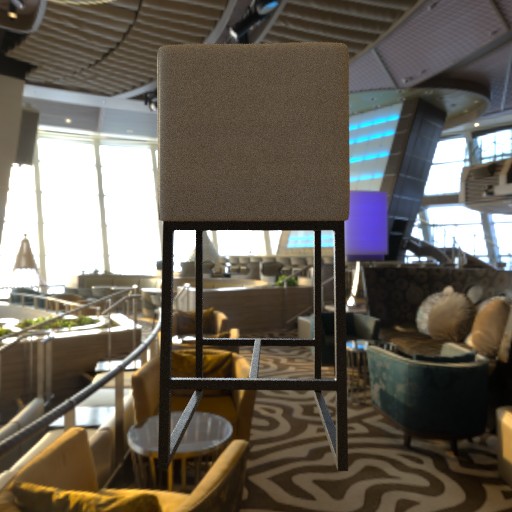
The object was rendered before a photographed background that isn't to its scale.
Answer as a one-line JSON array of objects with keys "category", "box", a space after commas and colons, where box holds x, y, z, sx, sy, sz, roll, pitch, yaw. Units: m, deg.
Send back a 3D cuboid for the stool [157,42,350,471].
[{"category": "stool", "box": [0.000, 0.000, 1.279, 0.459, 0.971, 0.567, 0, 0, 2]}]
